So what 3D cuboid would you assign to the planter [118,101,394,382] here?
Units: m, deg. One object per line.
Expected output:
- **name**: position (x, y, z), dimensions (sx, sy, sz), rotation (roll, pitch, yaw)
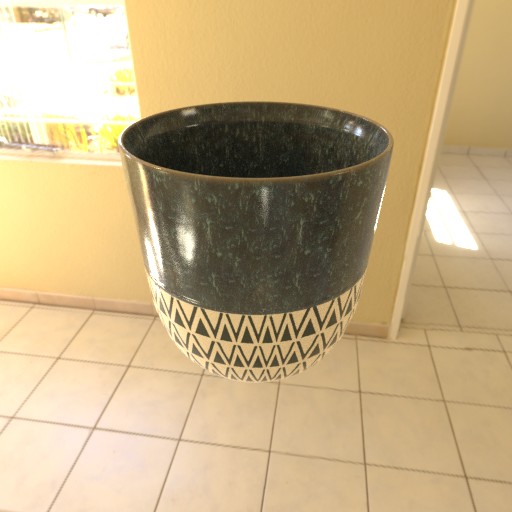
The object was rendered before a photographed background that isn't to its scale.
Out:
- **planter**: position (0.000, 0.000, 0.378), dimensions (0.195, 0.214, 0.195), rotation (0, 31, 0)
